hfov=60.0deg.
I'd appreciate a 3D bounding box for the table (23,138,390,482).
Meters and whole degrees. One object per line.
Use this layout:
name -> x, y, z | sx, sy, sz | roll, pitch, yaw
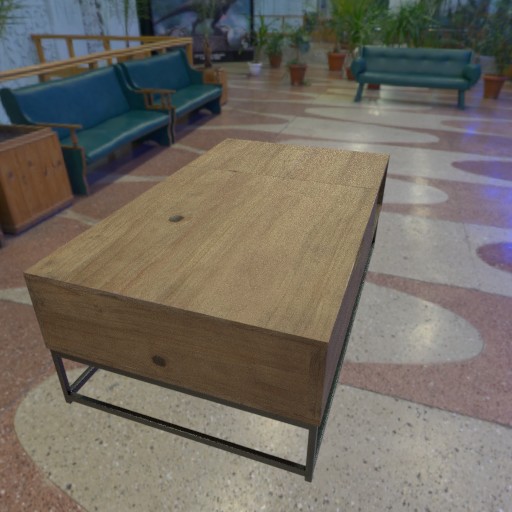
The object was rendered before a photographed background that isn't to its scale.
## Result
table -> 0.000, 0.000, 1.382 | 0.655, 0.395, 1.101 | 10, 32, 17
